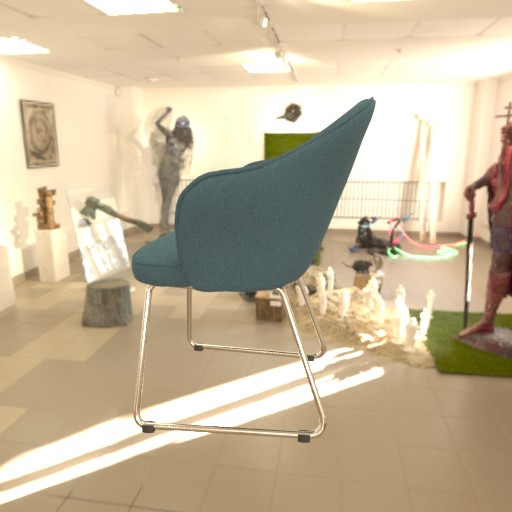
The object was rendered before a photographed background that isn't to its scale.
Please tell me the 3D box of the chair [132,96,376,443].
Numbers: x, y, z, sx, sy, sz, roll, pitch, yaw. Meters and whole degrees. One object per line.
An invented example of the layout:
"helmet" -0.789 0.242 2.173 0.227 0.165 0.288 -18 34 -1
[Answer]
"chair" 0.000 0.000 1.217 0.585 0.815 0.570 2 14 8
